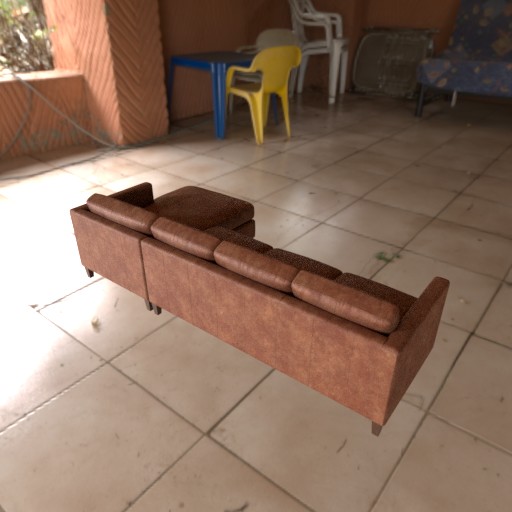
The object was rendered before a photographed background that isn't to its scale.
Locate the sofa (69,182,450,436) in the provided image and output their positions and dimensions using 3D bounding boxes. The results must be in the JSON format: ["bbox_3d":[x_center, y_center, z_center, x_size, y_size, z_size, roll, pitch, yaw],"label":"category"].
[{"bbox_3d":[0.000,0.000,3.973,3.203,0.883,1.581,21,36,32],"label":"sofa"}]
